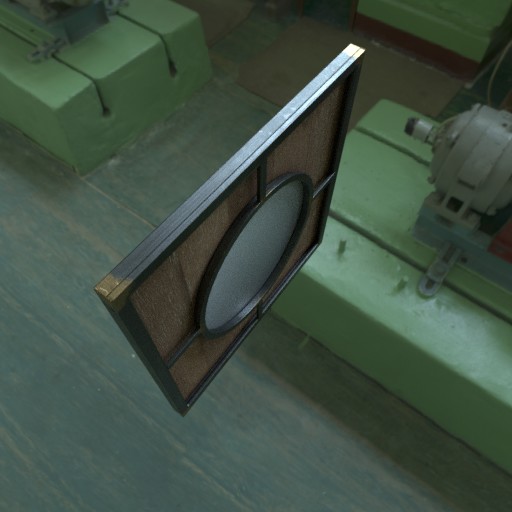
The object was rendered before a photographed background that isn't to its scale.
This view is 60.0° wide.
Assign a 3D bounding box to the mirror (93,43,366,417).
[{"bbox_3d":[0.000,0.000,0.568,0.020,0.381,0.382,32,63,18],"label":"mirror"}]
